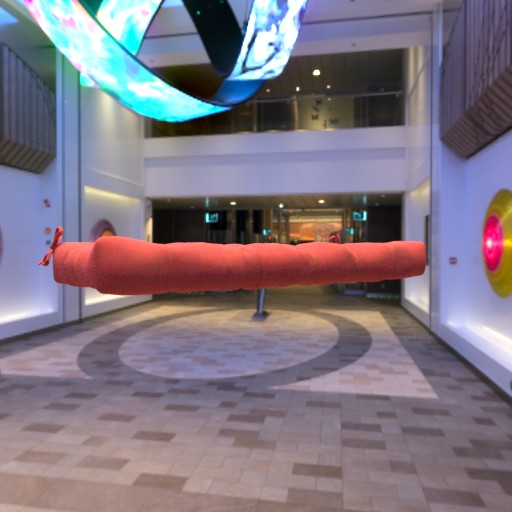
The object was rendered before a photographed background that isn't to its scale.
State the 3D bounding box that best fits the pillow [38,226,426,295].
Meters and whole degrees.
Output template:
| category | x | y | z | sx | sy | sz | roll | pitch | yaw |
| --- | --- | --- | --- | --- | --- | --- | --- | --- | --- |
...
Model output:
| category | x | y | z | sx | sy | sz | roll | pitch | yaw |
| --- | --- | --- | --- | --- | --- | --- | --- | --- | --- |
| pillow | 0.000 | 0.000 | 1.404 | 1.194 | 0.174 | 0.511 | -1 | 1 | -36 |
